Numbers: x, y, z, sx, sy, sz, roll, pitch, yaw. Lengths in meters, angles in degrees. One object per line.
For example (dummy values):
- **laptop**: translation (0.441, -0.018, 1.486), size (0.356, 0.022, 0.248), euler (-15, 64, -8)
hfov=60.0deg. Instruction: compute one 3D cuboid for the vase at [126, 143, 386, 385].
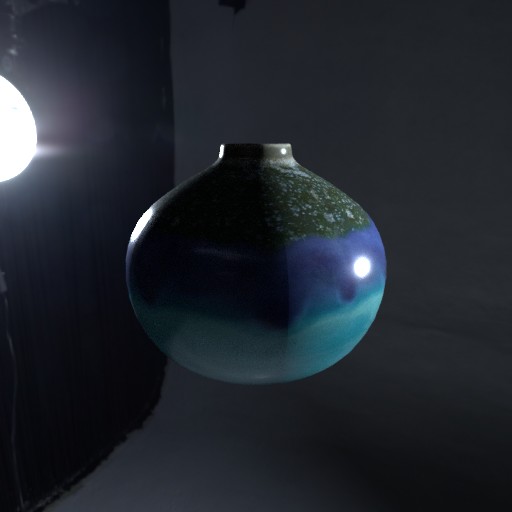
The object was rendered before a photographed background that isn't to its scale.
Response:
- **vase**: translation (0.000, 0.000, 0.270), size (0.154, 0.133, 0.154), euler (0, 14, 0)
